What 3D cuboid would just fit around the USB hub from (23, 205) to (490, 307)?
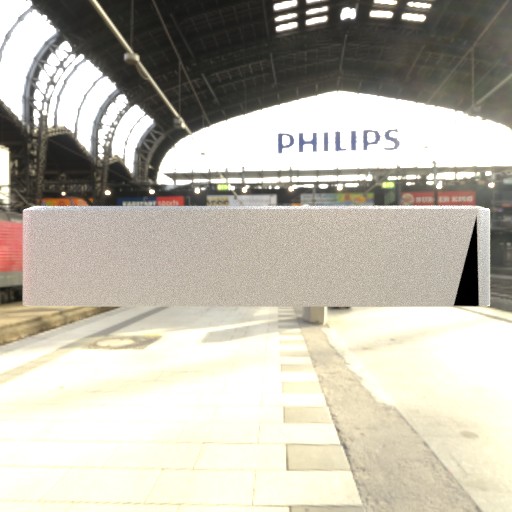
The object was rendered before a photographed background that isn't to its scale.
[{"bbox_3d":[0.000,0.000,0.123,0.110,0.023,0.044,0,0,1],"label":"USB hub"}]
